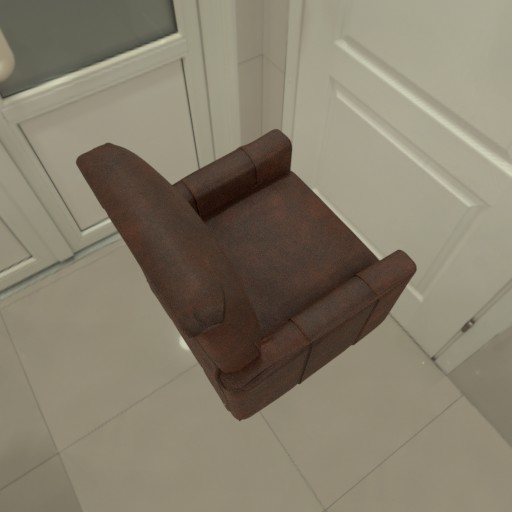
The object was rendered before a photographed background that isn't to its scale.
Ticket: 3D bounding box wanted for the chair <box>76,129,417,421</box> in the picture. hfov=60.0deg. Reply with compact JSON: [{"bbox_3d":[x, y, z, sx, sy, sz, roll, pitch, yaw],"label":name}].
[{"bbox_3d":[0.000,0.000,1.668,0.836,1.043,0.843,-30,63,-17],"label":"chair"}]
